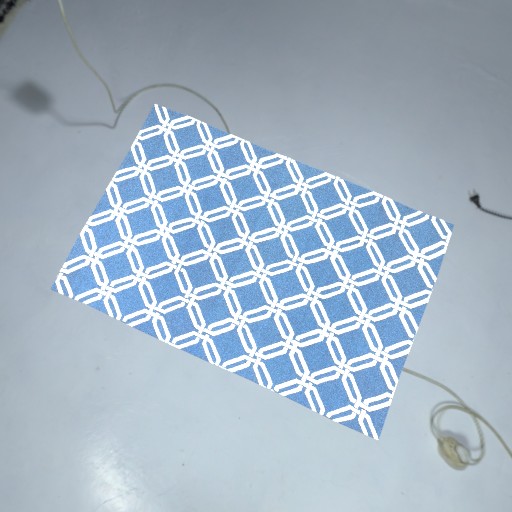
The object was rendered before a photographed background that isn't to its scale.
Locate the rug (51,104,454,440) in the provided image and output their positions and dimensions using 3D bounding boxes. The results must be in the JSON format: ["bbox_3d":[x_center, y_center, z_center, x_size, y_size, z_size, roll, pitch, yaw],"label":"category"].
[{"bbox_3d":[0.000,0.000,2.255,1.755,0.010,1.153,23,77,6],"label":"rug"}]
